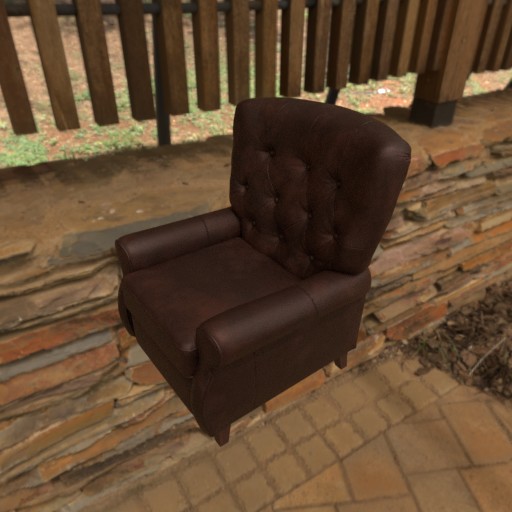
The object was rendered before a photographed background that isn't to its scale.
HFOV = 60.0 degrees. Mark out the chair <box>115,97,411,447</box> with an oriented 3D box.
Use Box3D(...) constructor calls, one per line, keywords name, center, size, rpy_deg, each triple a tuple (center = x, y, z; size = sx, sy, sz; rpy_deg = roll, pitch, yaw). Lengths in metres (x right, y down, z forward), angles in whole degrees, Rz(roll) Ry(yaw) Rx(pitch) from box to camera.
Box3D(name="chair", center=(0.000, 0.000, 1.928), size=(1.058, 1.158, 0.948), rpy_deg=(-22, 38, -31))
